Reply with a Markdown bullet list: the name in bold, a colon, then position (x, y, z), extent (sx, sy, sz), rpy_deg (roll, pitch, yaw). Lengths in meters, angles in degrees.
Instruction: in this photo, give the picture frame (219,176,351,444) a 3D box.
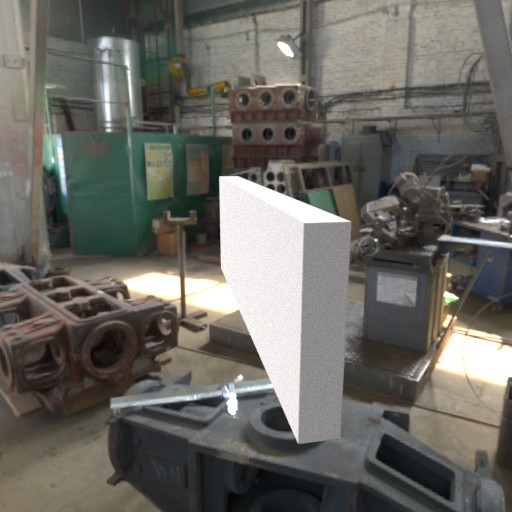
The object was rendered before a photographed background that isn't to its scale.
- **picture frame**: position (0.000, 0.000, 0.832), extent (0.050, 0.250, 0.759), rpy_deg (-3, 14, -11)
